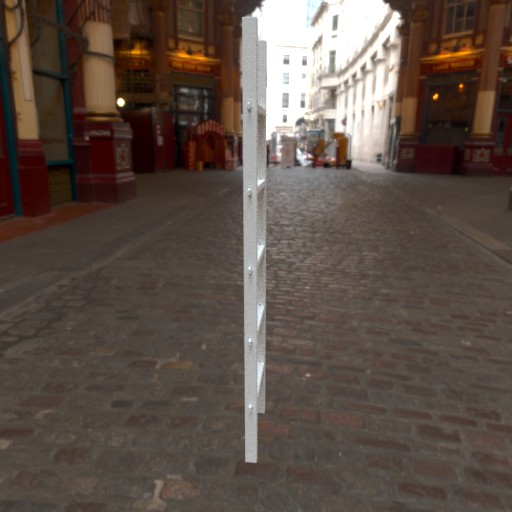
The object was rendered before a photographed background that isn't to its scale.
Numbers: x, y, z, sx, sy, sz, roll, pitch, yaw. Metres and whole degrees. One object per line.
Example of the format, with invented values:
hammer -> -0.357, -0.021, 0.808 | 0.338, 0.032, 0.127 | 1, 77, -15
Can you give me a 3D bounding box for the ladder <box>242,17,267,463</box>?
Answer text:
ladder -> 0.000, 0.000, 1.938 | 0.051, 1.797, 0.452 | 2, 15, 6
